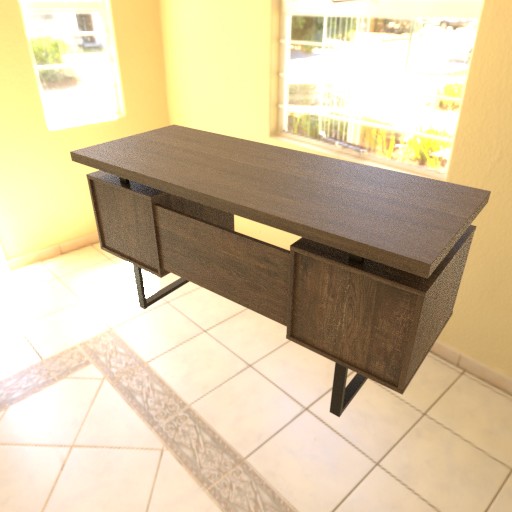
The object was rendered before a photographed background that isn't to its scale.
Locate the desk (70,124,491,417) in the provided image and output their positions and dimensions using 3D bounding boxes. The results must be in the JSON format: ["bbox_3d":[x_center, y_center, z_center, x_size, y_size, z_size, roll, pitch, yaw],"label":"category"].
[{"bbox_3d":[0.000,0.000,1.869,1.524,0.760,0.600,21,36,32],"label":"desk"}]
